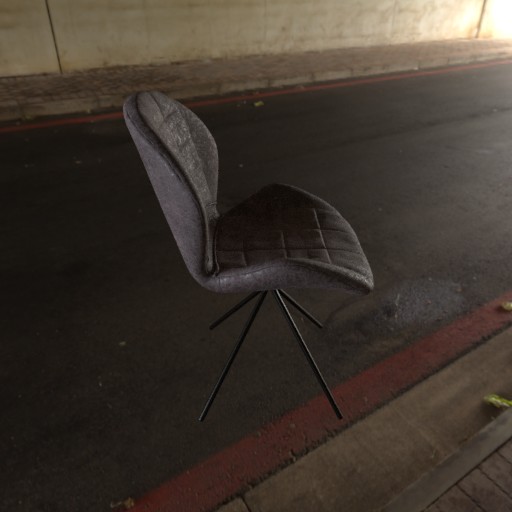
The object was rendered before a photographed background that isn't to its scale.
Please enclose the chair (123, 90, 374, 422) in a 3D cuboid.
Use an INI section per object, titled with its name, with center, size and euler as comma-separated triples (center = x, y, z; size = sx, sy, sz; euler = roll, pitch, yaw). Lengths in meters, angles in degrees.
[chair]
center = 0.000, 0.000, 1.328
size = 0.640, 0.934, 0.527
euler = 0, 31, -1
